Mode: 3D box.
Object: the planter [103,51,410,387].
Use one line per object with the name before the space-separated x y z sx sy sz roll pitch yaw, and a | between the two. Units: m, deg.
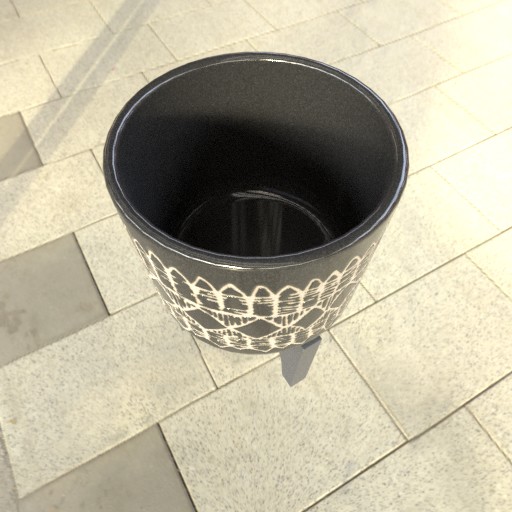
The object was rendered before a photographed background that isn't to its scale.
planter | 0.000 0.000 0.513 0.251 0.355 0.251 -28 61 -17
